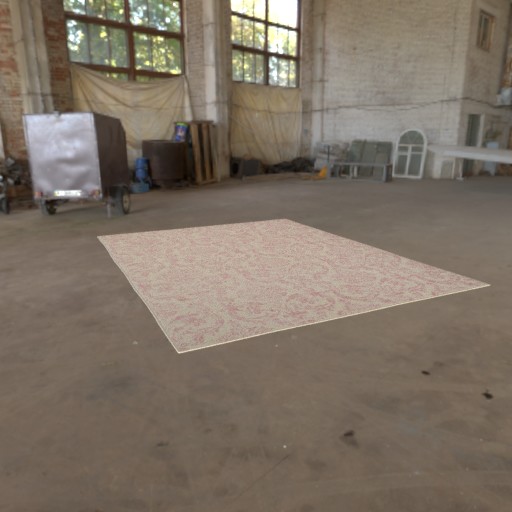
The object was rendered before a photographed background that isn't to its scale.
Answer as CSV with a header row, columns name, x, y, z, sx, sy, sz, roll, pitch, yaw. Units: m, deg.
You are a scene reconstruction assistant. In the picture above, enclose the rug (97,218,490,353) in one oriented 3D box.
name,x,y,z,sx,sy,sz,roll,pitch,yaw
rug,0.000,0.000,4.030,2.363,0.012,2.980,-7,17,-26
